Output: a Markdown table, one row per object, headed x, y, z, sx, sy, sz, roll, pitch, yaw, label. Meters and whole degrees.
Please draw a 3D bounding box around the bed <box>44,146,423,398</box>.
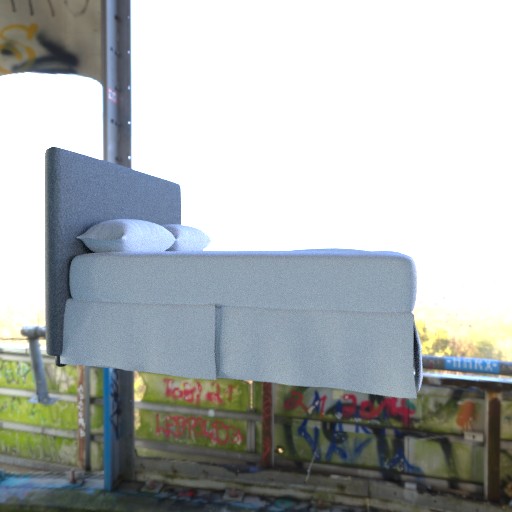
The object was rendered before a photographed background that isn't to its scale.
| x | y | z | sx | sy | sz | roll | pitch | yaw | label |
| --- | --- | --- | --- | --- | --- | --- | --- | --- | --- |
| 0.000 | 0.000 | 3.131 | 2.142 | 1.330 | 1.723 | 0 | 1 | 17 | bed |
